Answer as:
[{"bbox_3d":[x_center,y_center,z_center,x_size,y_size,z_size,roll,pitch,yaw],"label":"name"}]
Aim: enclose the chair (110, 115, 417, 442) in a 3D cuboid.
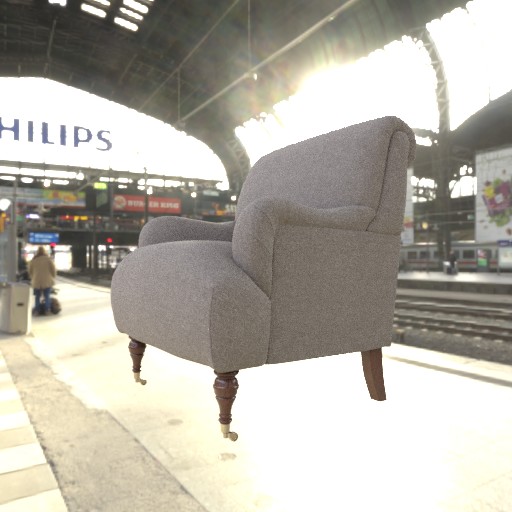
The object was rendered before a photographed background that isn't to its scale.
[{"bbox_3d":[0.000,0.000,1.542,0.843,0.942,0.766,0,0,-35],"label":"chair"}]
